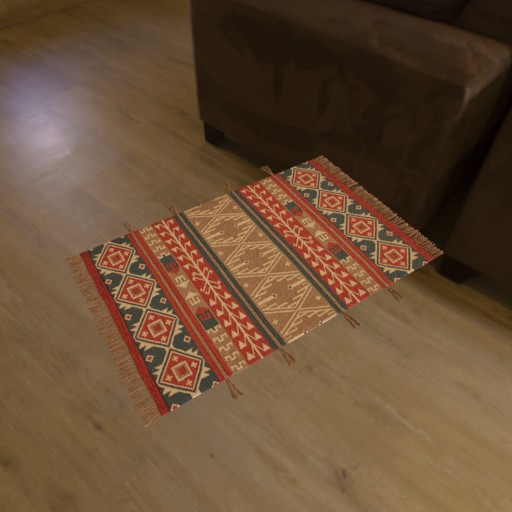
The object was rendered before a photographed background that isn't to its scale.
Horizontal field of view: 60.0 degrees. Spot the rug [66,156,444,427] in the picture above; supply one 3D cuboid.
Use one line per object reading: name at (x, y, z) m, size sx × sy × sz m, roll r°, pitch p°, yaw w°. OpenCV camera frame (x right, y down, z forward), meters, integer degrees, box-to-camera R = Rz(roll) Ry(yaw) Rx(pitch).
rug at (0.000, 0.000, 2.739) m, size 2.025 × 0.040 × 1.469 m, roll -25°, pitch 53°, yaw -21°
